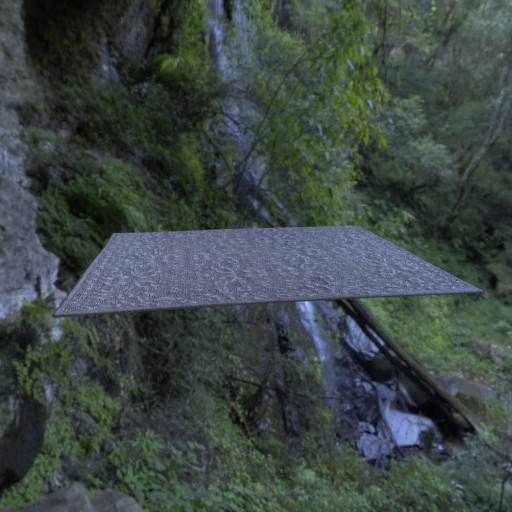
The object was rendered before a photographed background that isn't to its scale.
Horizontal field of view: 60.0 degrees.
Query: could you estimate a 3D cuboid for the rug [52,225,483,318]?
[{"bbox_3d":[0.000,0.000,4.213,3.017,0.035,2.472,-2,15,-9],"label":"rug"}]
